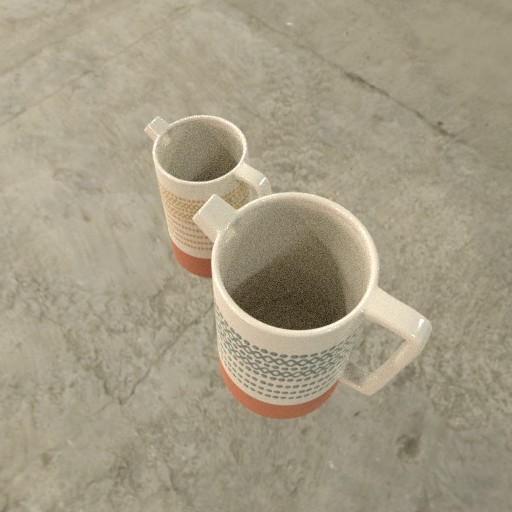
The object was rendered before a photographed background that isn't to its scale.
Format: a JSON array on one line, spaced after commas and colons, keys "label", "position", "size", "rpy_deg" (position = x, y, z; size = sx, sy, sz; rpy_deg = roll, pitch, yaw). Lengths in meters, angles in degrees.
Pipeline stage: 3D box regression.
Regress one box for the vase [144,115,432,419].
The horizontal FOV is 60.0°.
[{"label": "vase", "position": [0.000, 0.000, 0.460], "size": [0.168, 0.247, 0.326], "rpy_deg": [-15, 60, -9]}]
